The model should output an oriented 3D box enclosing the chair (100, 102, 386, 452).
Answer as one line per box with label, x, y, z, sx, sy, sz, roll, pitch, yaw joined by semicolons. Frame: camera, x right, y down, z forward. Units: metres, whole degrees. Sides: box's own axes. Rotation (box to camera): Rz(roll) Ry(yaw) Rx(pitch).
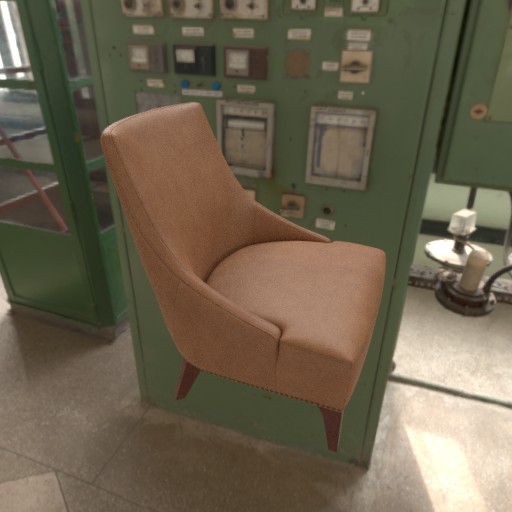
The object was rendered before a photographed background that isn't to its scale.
chair;0.000;0.000;1.543;0.861;0.909;0.701;11;30;19
